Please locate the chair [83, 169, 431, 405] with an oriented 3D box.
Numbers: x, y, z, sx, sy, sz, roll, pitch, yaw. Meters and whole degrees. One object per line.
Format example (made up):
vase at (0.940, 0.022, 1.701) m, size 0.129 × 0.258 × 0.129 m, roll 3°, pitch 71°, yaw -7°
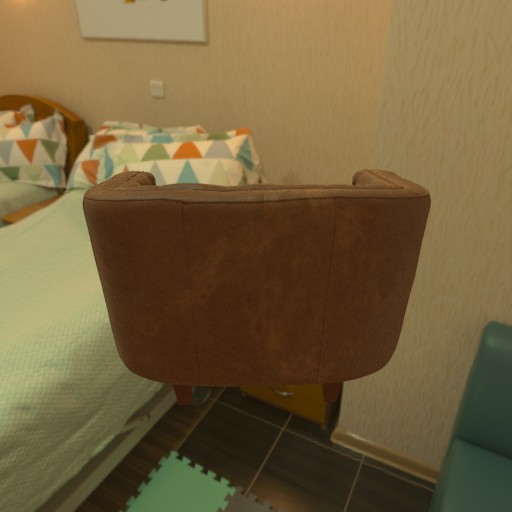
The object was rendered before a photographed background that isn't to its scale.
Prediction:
chair at (0.000, 0.000, 1.745) m, size 1.119 × 0.836 × 0.911 m, roll -1°, pitch 29°, yaw -1°
